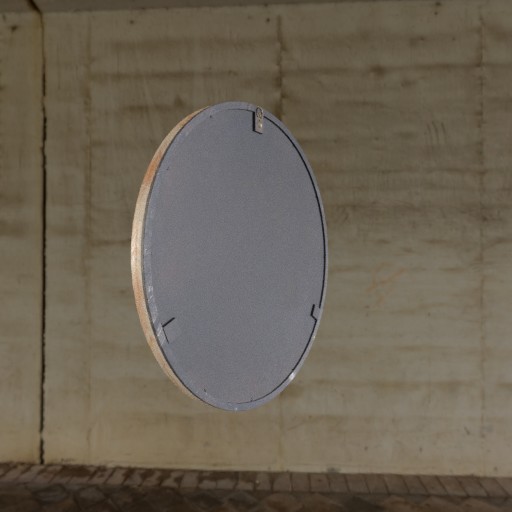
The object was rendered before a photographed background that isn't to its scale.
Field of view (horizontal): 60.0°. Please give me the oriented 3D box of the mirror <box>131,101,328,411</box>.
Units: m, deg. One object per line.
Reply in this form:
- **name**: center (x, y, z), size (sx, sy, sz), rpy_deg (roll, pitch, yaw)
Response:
- **mirror**: center (0.000, 0.000, 1.065), size (0.038, 0.710, 0.710), rpy_deg (-1, -1, 36)
